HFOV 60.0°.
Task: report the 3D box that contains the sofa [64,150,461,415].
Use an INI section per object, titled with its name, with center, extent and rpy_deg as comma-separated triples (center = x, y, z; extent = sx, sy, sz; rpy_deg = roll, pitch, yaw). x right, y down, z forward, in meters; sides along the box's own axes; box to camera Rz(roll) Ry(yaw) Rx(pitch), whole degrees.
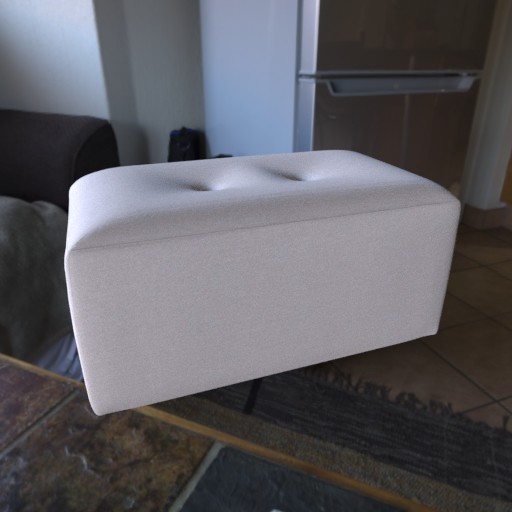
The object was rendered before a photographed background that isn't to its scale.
[sofa]
center = 0.000, 0.000, 1.210
extent = 0.930, 0.470, 0.480
rpy_deg = -9, 27, -18
